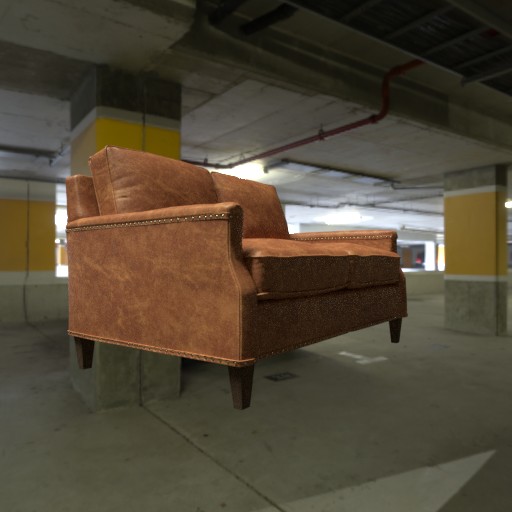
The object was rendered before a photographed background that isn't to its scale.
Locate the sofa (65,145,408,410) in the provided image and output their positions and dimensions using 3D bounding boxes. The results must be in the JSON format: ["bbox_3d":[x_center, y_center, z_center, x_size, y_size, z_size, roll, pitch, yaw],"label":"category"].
[{"bbox_3d":[0.000,0.000,2.298,1.084,1.003,1.597,-1,-1,37],"label":"sofa"}]
